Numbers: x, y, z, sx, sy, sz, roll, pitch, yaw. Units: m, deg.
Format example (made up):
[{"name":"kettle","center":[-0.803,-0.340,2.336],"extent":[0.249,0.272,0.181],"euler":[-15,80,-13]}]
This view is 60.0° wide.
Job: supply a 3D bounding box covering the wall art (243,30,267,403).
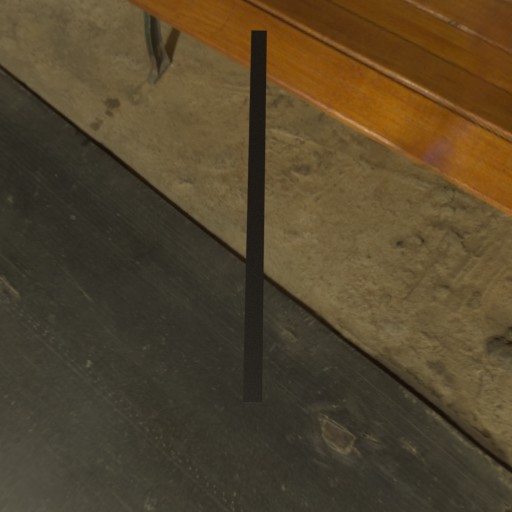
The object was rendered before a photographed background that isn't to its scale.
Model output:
[{"name":"wall art","center":[0.000,0.000,1.433],"extent":[0.036,1.070,0.802],"euler":[1,77,0]}]
